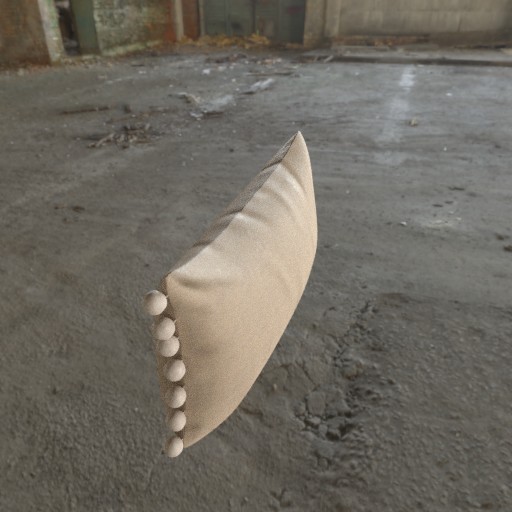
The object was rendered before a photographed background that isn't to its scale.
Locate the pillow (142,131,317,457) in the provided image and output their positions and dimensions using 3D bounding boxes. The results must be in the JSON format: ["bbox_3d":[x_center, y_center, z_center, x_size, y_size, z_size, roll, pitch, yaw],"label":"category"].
[{"bbox_3d":[0.000,0.000,0.854,0.201,0.322,0.709,10,31,16],"label":"pillow"}]
